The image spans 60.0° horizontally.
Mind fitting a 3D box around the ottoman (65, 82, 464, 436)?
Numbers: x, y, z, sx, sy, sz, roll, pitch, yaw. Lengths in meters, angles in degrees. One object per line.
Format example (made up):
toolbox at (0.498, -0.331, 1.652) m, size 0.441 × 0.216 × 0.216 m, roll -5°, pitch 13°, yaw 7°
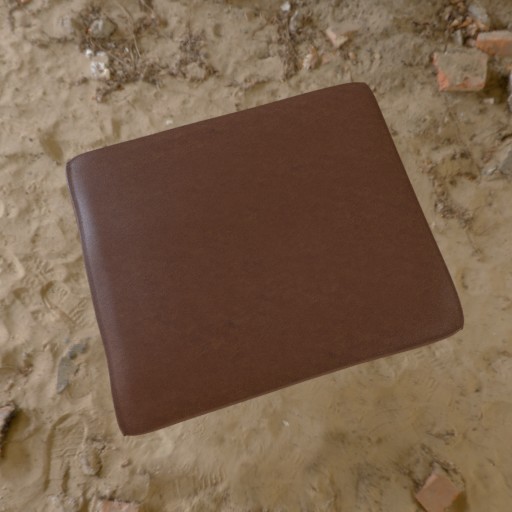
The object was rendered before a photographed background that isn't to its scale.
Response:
ottoman at (0.000, 0.000, 1.437) m, size 0.987 × 0.472 × 0.836 m, roll -16°, pitch 76°, yaw -4°
